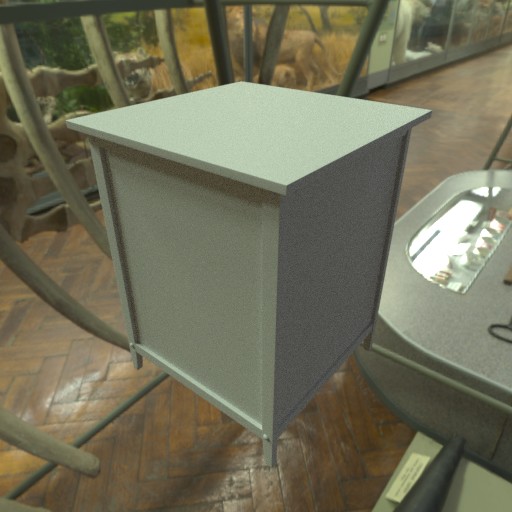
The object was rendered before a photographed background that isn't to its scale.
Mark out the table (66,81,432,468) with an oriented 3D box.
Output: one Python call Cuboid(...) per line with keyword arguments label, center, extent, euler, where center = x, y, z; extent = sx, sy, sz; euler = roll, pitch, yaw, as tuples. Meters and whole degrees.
Cuboid(label="table", center=(0.000, 0.000, 0.772), extent=(0.381, 0.483, 0.381), euler=(23, 38, 32))
